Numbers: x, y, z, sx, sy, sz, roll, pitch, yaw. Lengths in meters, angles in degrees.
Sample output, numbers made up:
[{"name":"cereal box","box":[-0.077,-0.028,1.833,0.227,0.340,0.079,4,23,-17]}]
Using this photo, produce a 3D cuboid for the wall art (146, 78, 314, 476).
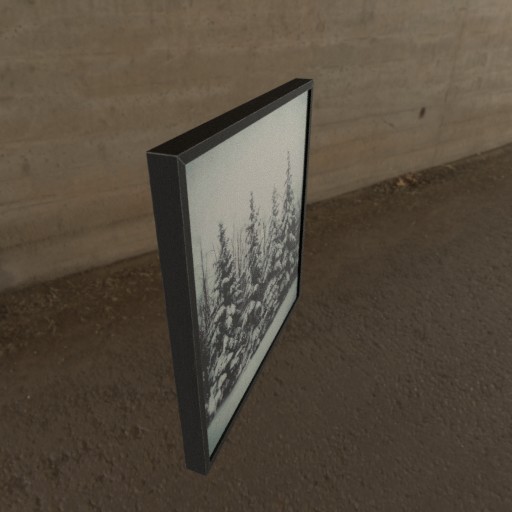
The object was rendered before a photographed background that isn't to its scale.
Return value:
[{"name":"wall art","box":[0.000,0.000,0.765,0.036,0.506,0.506,11,32,19]}]
